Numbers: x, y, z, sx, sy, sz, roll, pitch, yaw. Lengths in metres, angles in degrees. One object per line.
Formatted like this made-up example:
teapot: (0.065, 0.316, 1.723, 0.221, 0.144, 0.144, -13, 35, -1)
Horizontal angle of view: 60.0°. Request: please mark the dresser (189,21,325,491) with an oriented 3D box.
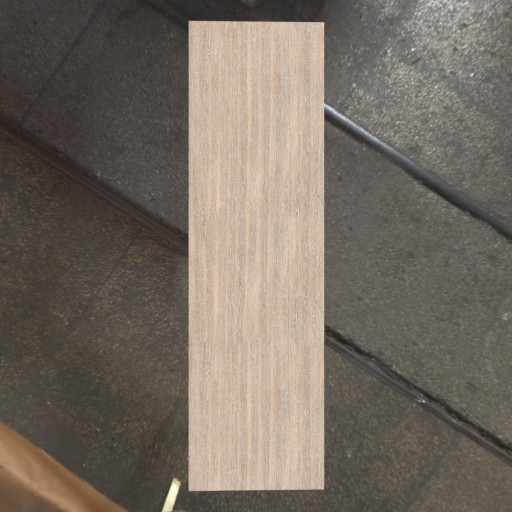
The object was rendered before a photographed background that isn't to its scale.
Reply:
dresser: (0.000, 0.000, 1.899, 0.457, 0.914, 1.524, 0, 90, -1)
